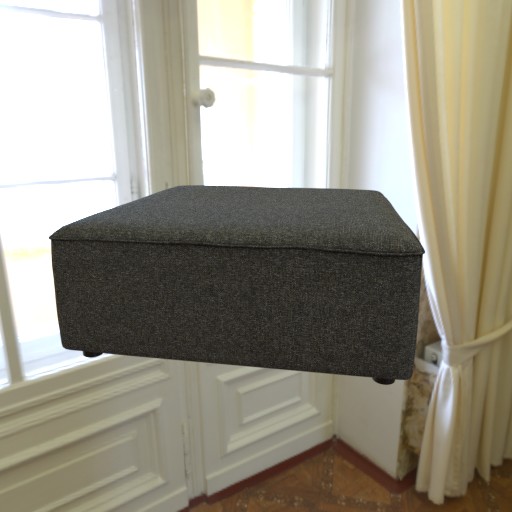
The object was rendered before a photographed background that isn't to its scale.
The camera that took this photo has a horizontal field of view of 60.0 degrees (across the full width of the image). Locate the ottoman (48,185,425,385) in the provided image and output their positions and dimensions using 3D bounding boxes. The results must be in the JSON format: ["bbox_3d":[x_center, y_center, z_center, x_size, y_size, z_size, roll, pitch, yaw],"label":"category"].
[{"bbox_3d":[0.000,0.000,1.645,1.017,0.423,1.021,3,16,10],"label":"ottoman"}]
